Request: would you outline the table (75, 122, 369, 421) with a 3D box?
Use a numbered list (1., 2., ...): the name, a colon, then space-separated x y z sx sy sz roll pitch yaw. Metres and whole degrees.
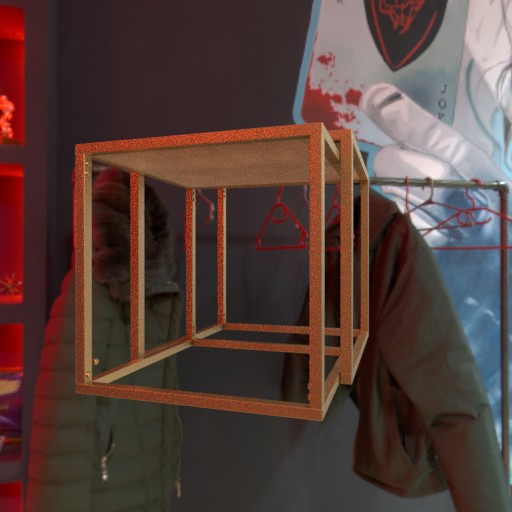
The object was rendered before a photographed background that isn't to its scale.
1. table: 0.000 0.000 1.107 0.505 0.505 0.762 0 0 17
